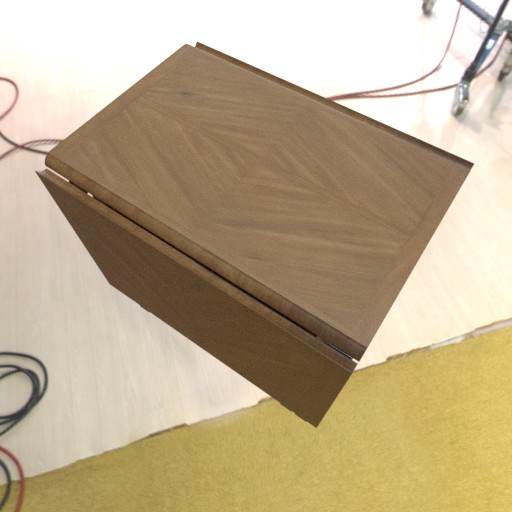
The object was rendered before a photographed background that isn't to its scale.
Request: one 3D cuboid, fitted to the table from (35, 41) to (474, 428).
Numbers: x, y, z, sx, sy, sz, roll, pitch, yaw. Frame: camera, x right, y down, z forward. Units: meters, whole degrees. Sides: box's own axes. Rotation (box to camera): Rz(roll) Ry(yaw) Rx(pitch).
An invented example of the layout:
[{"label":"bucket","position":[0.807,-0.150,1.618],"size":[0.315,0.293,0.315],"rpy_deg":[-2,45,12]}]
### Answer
[{"label":"table","position":[0.000,0.000,1.605],"size":[0.967,0.981,0.701],"rpy_deg":[31,64,17]}]
